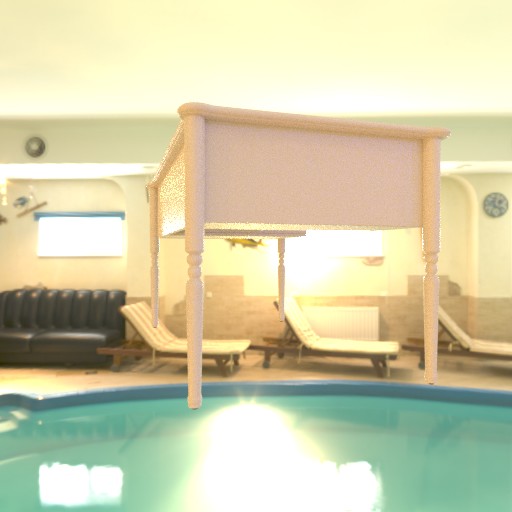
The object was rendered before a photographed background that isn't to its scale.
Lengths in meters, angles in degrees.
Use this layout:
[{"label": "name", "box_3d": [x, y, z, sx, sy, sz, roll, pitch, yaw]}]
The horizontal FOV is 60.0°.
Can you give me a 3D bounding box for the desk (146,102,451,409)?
[{"label": "desk", "box_3d": [0.000, 0.000, 1.833, 0.807, 0.762, 1.380, 0, 0, -17]}]
